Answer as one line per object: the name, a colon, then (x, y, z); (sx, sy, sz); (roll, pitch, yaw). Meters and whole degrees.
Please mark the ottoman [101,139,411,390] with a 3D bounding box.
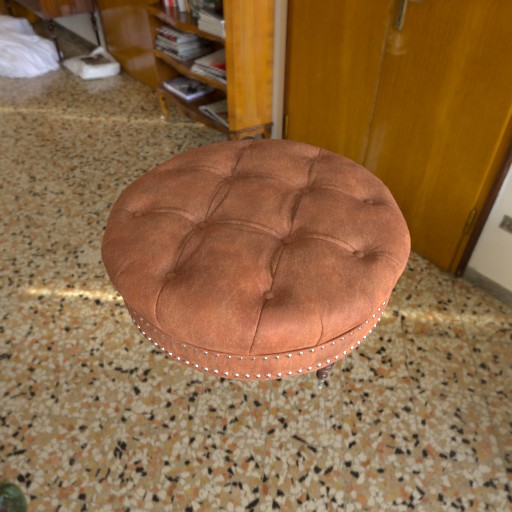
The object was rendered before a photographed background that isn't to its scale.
ottoman: (0.000, 0.000, 1.412); (0.901, 0.444, 0.901); (0, 42, 0)
